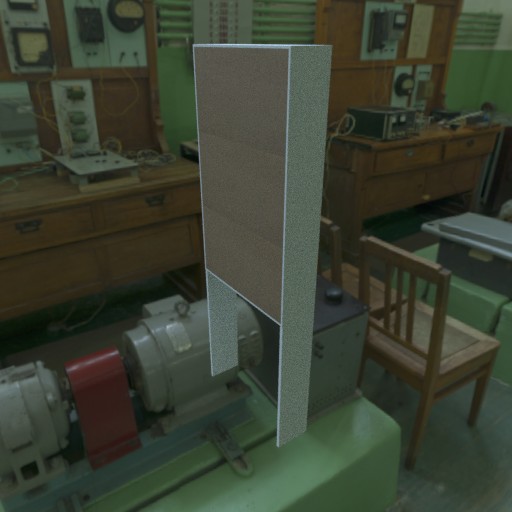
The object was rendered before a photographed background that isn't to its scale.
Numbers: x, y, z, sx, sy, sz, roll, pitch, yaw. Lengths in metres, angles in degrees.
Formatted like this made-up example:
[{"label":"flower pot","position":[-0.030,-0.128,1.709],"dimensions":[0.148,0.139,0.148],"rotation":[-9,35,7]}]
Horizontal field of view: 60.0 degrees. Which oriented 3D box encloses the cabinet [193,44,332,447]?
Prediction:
[{"label":"cabinet","position":[0.000,0.000,2.057],"dimensions":[0.192,1.770,0.643],"rotation":[-17,31,-32]}]
